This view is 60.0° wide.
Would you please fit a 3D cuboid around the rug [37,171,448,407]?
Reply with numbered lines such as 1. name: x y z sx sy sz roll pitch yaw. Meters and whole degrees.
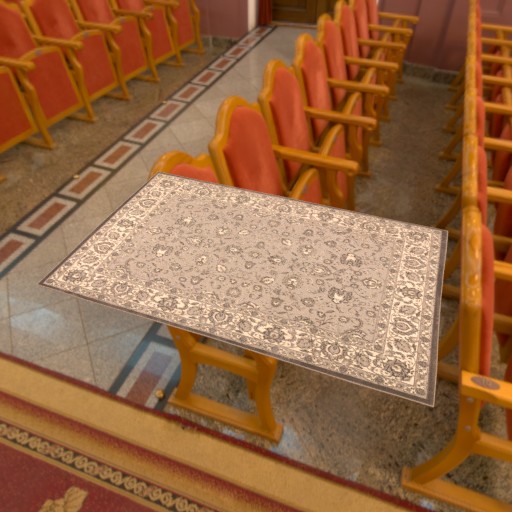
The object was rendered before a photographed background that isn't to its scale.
1. rug: 0.000 0.000 3.039 2.438 0.011 1.524 14 43 16
